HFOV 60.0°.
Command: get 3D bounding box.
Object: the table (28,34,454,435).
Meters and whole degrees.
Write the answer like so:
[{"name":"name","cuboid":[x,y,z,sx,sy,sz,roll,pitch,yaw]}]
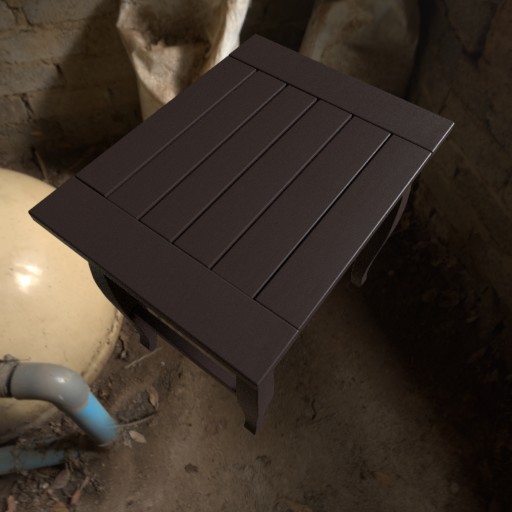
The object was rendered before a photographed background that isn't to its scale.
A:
[{"name":"table","cuboid":[0.000,0.000,1.015,0.460,0.605,0.602,33,64,18]}]
